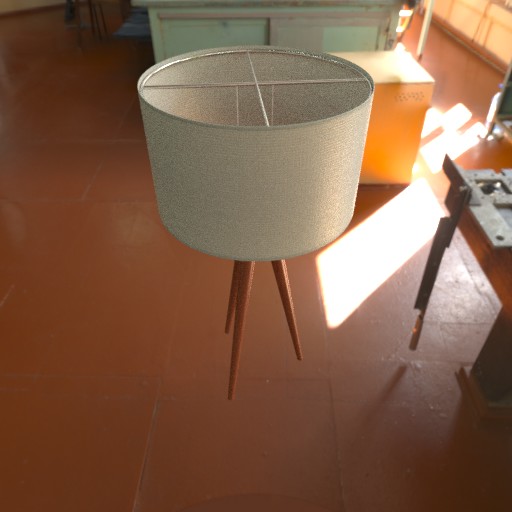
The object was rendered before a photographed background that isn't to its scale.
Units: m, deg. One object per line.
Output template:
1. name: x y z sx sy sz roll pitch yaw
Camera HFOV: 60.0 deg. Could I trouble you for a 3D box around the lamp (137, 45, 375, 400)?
1. lamp: 0.000 0.000 0.903 0.355 0.709 0.354 24 46 26
